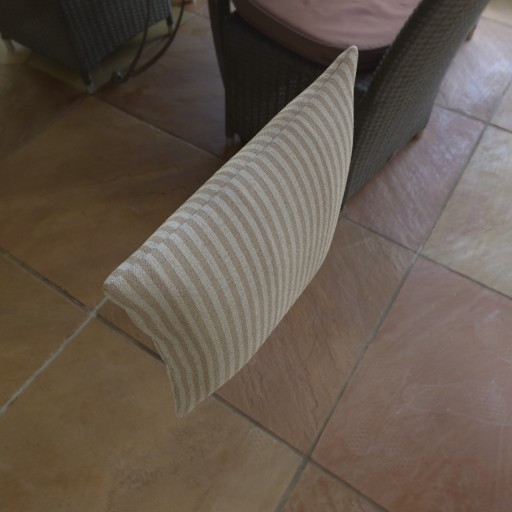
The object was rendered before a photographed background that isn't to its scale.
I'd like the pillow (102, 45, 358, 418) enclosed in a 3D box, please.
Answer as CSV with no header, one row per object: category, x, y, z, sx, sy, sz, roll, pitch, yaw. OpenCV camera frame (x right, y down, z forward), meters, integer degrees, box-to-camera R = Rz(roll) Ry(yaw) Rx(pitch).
pillow,0.000,0.000,0.766,0.166,0.510,0.523,32,63,18
